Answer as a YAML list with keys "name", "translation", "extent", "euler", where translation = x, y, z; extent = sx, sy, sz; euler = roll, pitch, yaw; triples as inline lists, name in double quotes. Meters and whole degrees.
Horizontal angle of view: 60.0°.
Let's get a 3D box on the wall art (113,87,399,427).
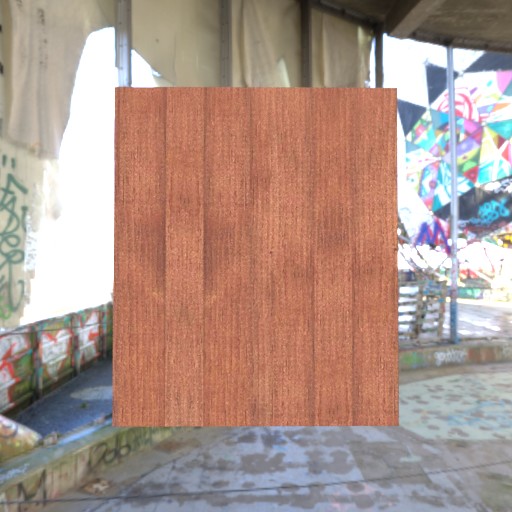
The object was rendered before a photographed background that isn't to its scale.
- name: "wall art"
  translation: [0.000, 0.000, 0.607]
  extent: [0.377, 0.449, 0.039]
  euler: [0, -1, 0]
